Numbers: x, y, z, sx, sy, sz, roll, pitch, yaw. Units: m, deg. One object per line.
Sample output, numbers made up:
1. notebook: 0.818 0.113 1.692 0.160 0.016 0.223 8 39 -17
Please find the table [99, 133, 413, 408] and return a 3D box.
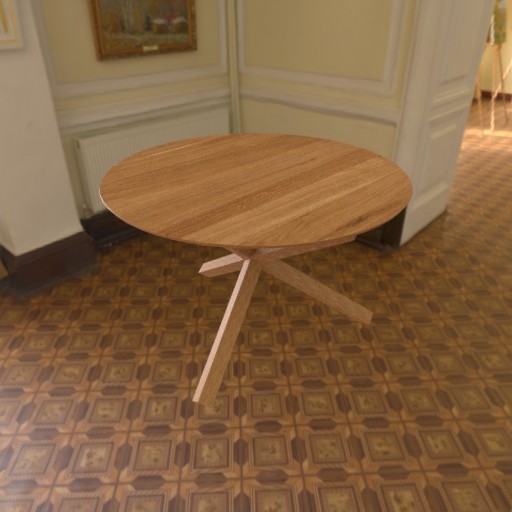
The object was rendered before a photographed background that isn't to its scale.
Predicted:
1. table: 0.000 0.000 1.702 1.038 0.666 1.038 0 30 0
